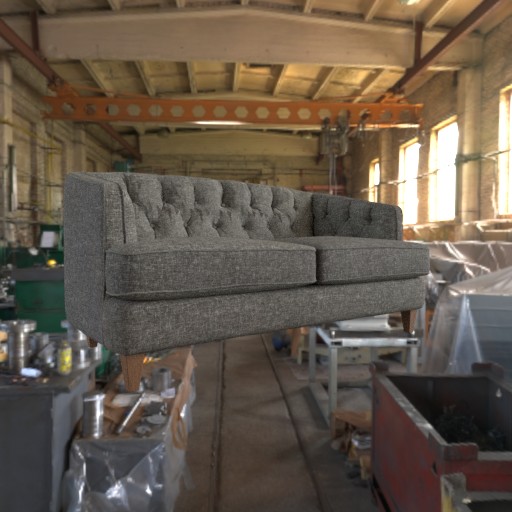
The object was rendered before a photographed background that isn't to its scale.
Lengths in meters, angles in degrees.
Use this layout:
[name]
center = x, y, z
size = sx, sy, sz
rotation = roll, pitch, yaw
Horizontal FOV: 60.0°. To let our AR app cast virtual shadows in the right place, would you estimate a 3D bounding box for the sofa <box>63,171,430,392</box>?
[sofa]
center = 0.000, 0.000, 2.242
size = 1.733, 0.855, 0.941
rotation = -1, 2, -37
